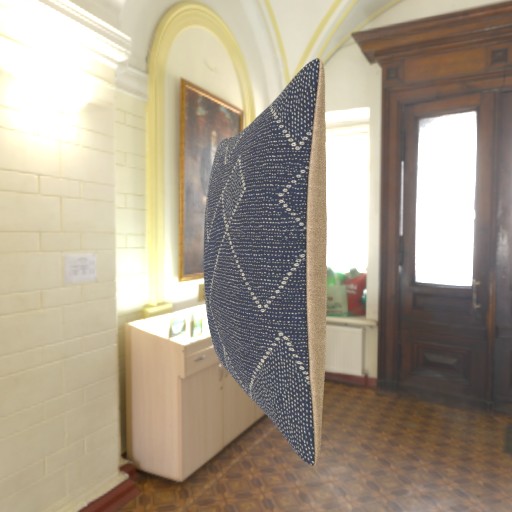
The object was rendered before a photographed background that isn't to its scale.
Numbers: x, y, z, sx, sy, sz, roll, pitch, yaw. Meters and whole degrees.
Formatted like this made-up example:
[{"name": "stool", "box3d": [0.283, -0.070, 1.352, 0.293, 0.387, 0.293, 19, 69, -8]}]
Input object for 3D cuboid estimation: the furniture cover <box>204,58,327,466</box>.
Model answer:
[{"name": "furniture cover", "box3d": [0.000, 0.000, 0.781, 0.162, 0.503, 0.511, -1, 2, -17]}]
